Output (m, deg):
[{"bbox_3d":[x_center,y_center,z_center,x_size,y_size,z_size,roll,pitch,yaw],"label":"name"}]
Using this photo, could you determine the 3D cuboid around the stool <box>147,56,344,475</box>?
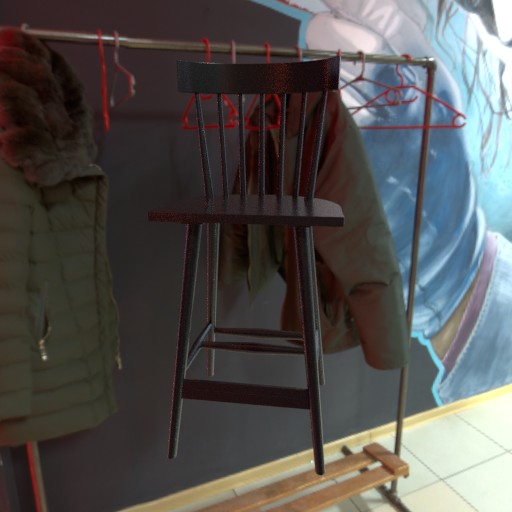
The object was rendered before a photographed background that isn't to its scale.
[{"bbox_3d":[0.000,0.000,1.321,0.482,1.092,0.483,2,16,8],"label":"stool"}]
